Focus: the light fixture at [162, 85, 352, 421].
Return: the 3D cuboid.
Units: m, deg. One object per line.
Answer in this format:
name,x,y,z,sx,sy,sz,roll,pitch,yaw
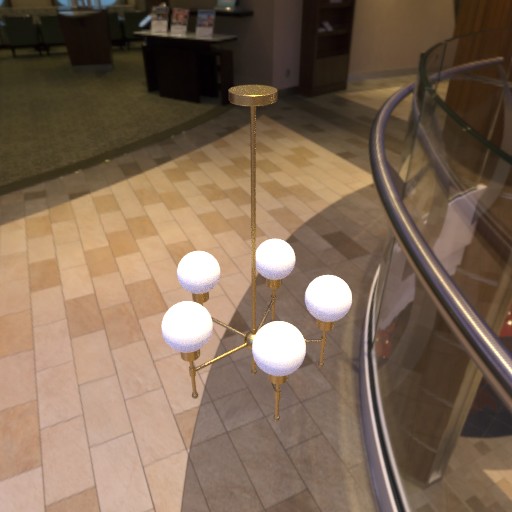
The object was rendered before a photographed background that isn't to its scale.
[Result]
light fixture,0.000,0.000,1.840,0.815,1.331,0.785,10,34,16
